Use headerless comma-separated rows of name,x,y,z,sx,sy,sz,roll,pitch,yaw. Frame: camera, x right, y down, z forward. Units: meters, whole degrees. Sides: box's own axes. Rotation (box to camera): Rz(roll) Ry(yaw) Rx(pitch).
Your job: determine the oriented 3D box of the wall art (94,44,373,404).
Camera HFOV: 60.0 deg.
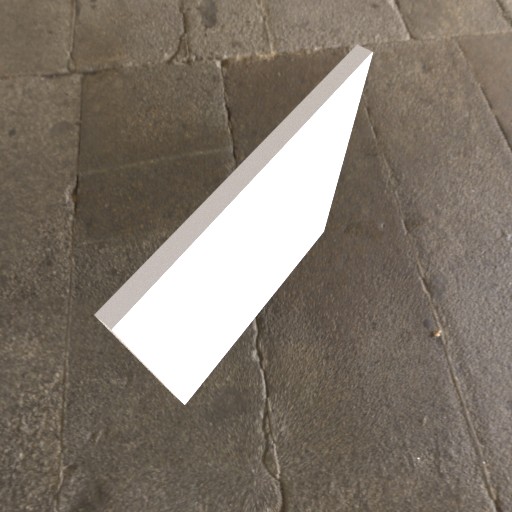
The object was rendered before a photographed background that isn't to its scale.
wall art,0.000,0.000,0.841,0.028,0.559,0.559,34,68,16
